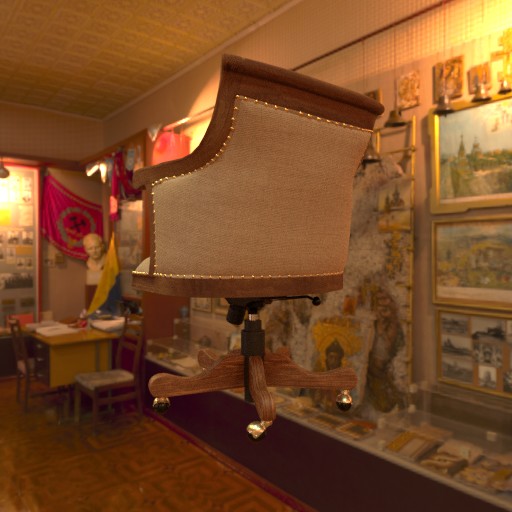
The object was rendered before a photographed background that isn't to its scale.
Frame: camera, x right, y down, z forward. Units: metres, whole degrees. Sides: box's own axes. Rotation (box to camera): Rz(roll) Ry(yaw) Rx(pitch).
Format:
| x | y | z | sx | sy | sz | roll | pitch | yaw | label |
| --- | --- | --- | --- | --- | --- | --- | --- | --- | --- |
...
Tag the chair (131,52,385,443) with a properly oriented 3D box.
| x | y | z | sx | sy | sz | roll | pitch | yaw | label |
| --- | --- | --- | --- | --- | --- | --- | --- | --- | --- |
| 0.000 | 0.000 | 1.434 | 0.656 | 0.965 | 0.689 | 0 | 0 | -37 | chair |
